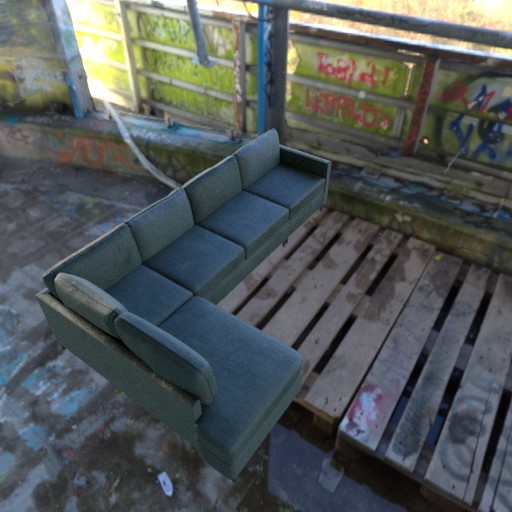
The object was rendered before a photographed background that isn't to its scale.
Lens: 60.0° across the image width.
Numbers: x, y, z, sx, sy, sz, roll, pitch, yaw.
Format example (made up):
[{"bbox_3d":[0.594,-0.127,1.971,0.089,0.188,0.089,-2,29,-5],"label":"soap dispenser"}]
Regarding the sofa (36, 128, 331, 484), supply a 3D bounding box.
[{"bbox_3d":[0.000,0.000,4.299,2.048,0.996,3.384,25,47,26],"label":"sofa"}]
